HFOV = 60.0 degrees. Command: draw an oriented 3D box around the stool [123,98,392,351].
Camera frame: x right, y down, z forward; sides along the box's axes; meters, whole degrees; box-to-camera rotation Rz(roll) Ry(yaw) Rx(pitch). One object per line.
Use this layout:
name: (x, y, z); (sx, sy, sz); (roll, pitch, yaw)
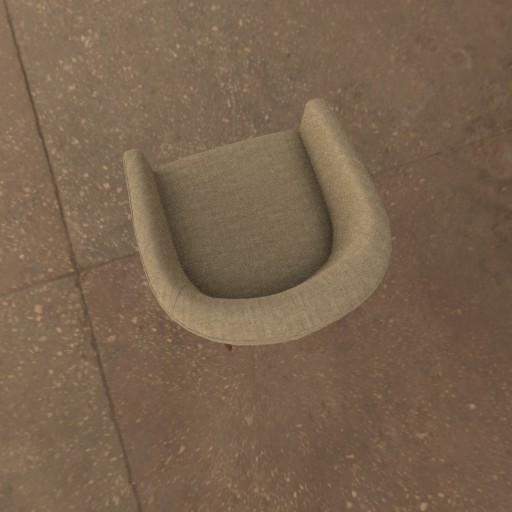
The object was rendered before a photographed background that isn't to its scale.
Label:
stool: (0.000, 0.000, 1.431); (0.559, 1.078, 0.607); (-17, 76, -4)
